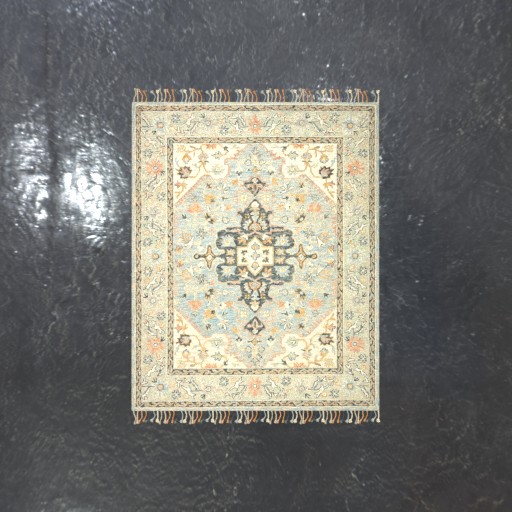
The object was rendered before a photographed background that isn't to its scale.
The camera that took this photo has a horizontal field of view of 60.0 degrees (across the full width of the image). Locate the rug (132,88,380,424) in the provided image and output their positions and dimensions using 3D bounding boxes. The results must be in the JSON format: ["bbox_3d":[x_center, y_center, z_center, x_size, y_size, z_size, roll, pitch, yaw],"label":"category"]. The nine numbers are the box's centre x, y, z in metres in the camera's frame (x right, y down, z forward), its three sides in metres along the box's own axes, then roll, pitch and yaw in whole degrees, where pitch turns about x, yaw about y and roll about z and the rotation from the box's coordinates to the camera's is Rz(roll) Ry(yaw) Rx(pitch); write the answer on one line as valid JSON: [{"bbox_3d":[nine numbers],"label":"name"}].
[{"bbox_3d":[0.000,0.000,2.283,1.278,0.009,1.730,0,90,0],"label":"rug"}]
